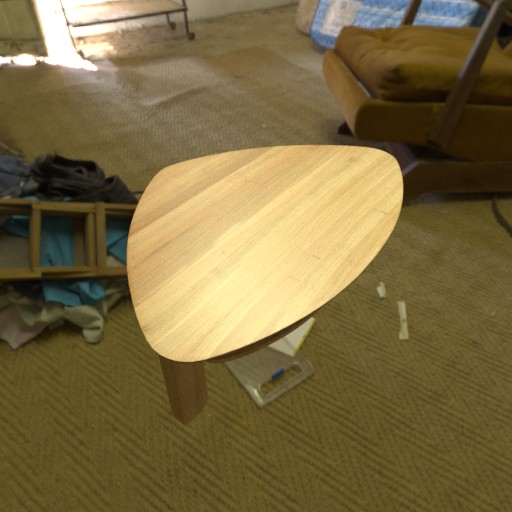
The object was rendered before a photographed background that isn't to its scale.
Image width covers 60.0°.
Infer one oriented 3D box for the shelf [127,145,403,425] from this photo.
[{"bbox_3d":[0.000,0.000,1.632,0.863,0.439,1.240,25,47,26],"label":"shelf"}]
